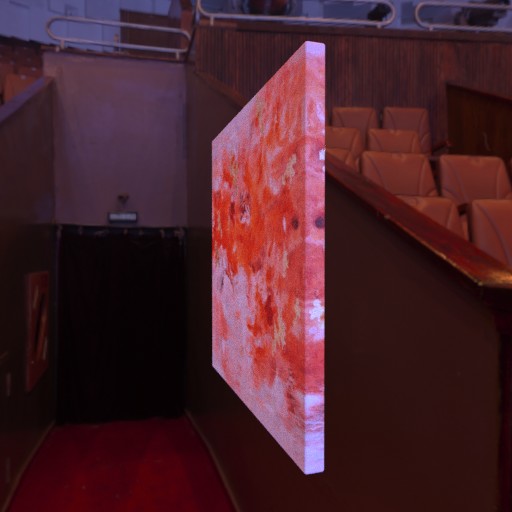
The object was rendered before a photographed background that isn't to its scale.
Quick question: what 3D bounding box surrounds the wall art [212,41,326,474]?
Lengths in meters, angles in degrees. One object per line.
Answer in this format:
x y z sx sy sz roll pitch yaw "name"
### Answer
0.000 0.000 1.124 0.064 0.746 0.747 0 1 -18 "wall art"
